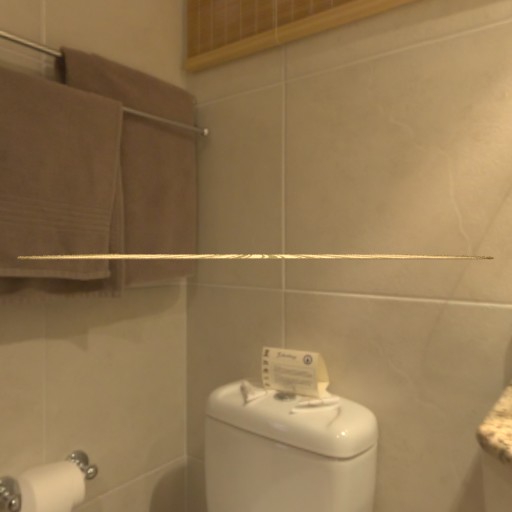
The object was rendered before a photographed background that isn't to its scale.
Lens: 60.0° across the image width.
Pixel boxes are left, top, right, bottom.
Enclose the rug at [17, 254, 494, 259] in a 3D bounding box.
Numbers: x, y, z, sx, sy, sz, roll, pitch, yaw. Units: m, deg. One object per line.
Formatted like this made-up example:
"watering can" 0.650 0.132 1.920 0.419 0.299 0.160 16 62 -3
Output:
"rug" 0.000 0.000 3.000 2.435 0.018 1.540 0 1 1
